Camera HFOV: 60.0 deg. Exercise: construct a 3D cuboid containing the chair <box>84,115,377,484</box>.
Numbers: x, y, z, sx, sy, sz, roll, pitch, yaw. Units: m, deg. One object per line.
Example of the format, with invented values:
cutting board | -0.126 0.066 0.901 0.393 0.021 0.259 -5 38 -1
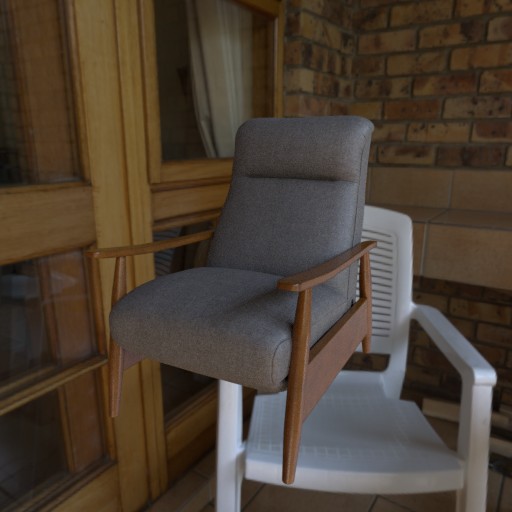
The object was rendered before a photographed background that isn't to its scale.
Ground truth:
chair | 0.000 0.000 1.737 0.762 1.081 1.014 8 17 27
